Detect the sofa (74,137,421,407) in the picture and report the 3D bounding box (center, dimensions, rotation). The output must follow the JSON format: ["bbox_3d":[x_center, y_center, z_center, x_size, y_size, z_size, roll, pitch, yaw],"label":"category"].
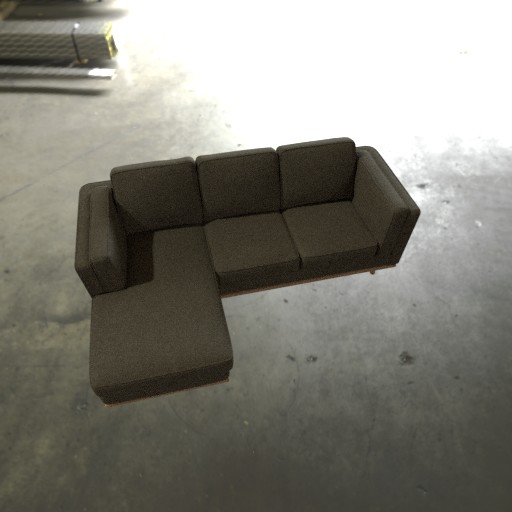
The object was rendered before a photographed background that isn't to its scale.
[{"bbox_3d":[0.000,0.000,3.239,2.411,0.929,1.604,-10,48,-9],"label":"sofa"}]
